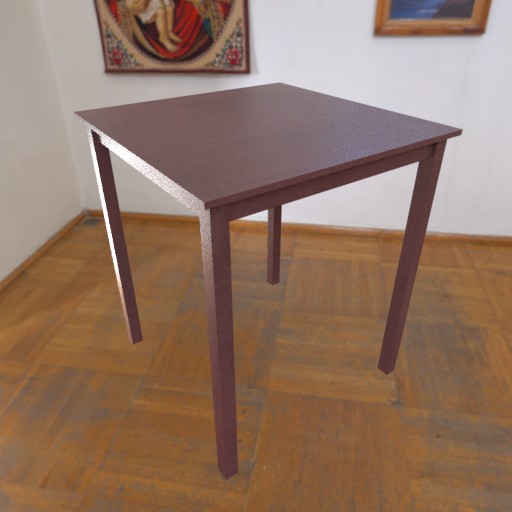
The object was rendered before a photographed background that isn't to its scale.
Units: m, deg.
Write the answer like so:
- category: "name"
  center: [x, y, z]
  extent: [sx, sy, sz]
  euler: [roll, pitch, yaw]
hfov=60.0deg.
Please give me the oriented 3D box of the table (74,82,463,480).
- category: "table"
  center: [0.000, 0.000, 1.634]
  extent: [0.861, 0.991, 0.861]
  euler: [-21, 37, -30]
